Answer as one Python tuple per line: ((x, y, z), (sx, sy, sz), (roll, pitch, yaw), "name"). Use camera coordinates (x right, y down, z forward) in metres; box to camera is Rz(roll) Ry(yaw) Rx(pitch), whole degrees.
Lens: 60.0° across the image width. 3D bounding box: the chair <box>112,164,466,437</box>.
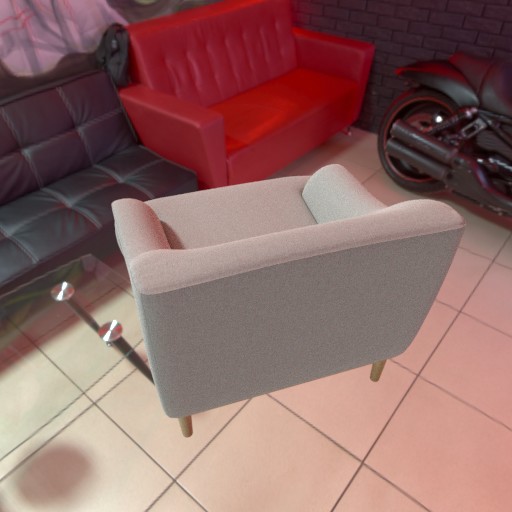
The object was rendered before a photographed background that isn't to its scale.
((0.000, 0.000, 1.572), (0.946, 0.818, 0.951), (-12, 42, -13), "chair")
